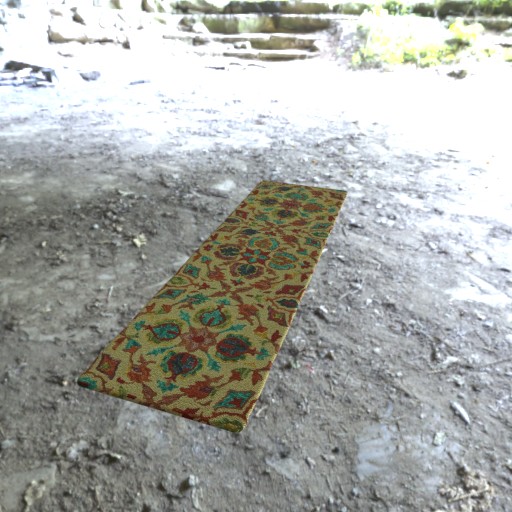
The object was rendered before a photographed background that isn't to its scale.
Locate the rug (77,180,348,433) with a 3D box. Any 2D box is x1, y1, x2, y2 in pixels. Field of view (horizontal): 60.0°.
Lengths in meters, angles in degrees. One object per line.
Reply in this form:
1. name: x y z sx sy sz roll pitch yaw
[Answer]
1. rug: 0.000 0.000 2.518 0.693 0.016 2.273 10 32 16
